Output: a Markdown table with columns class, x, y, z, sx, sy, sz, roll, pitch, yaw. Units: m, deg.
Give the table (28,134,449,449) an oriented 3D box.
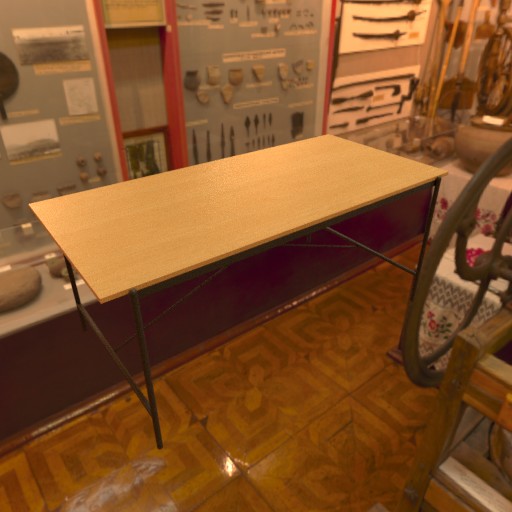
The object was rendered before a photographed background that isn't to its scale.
| class | x | y | z | sx | sy | sz | roll | pitch | yaw |
| --- | --- | --- | --- | --- | --- | --- | --- | --- | --- |
| table | 0.000 | 0.000 | 2.265 | 1.800 | 0.758 | 0.900 | -21 | 37 | -31 |
